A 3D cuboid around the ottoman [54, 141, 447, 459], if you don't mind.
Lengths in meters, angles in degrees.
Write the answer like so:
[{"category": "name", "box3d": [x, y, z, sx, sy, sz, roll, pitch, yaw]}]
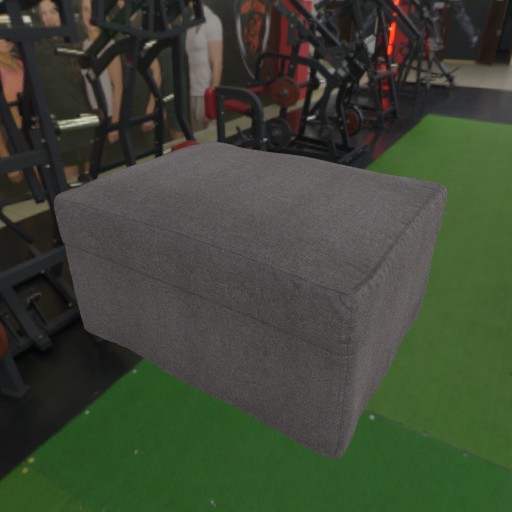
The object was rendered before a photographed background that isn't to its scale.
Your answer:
[{"category": "ottoman", "box3d": [0.000, 0.000, 1.246, 0.833, 0.492, 0.652, 18, 34, 28]}]
